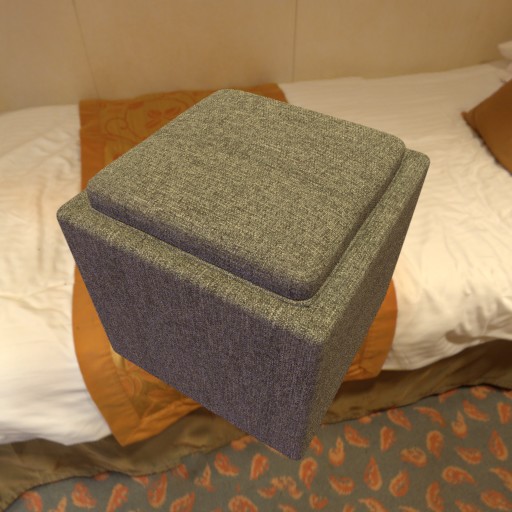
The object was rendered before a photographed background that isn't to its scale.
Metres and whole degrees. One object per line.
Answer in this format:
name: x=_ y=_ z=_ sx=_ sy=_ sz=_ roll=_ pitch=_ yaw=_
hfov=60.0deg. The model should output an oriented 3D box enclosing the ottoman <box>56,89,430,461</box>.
ottoman: x=0.000 y=0.000 z=0.837 sx=0.450 sy=0.460 sz=0.450 roll=24 pitch=51 yaw=21
